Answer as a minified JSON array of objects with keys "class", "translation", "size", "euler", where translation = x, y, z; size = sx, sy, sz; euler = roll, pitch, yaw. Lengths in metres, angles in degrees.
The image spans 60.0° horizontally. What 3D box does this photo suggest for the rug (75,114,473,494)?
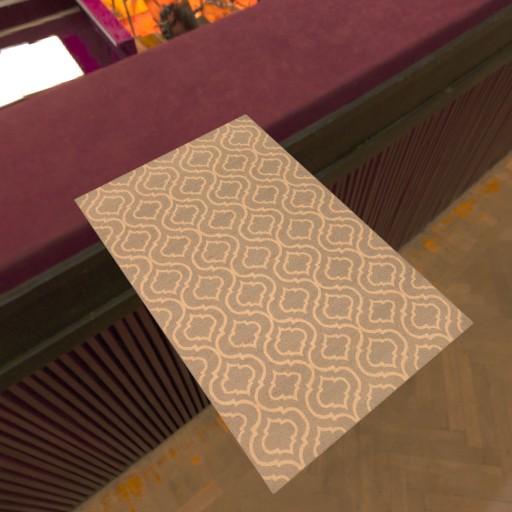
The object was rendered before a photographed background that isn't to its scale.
[{"class":"rug","translation":[0.000,0.000,2.191],"size":[1.141,0.015,1.749],"euler":[-32,63,-19]}]
